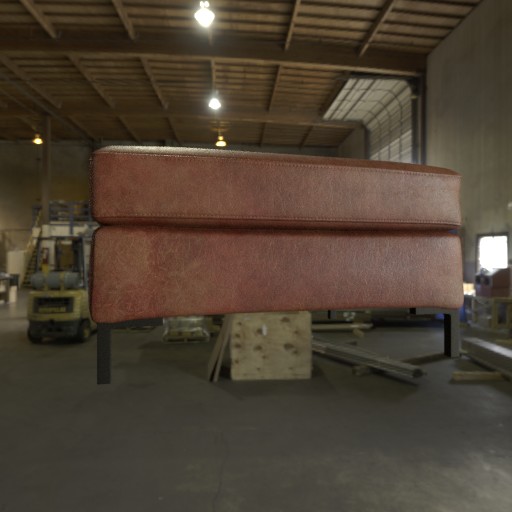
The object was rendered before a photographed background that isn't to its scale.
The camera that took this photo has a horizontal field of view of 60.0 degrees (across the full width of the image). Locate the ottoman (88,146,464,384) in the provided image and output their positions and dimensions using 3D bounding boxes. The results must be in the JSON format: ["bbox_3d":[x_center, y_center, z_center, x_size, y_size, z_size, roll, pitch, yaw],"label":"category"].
[{"bbox_3d":[0.000,0.000,1.758,1.186,0.667,0.965,0,0,-16],"label":"ottoman"}]
